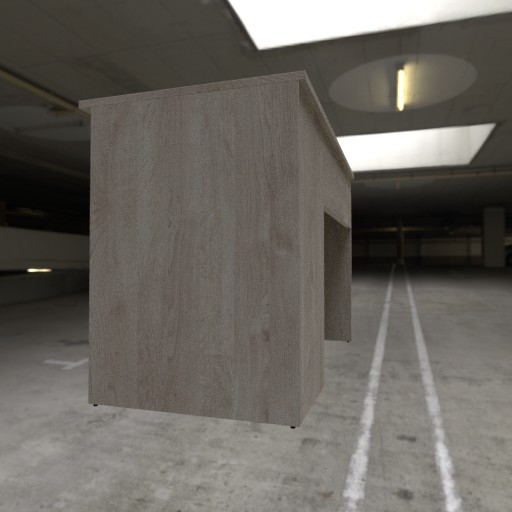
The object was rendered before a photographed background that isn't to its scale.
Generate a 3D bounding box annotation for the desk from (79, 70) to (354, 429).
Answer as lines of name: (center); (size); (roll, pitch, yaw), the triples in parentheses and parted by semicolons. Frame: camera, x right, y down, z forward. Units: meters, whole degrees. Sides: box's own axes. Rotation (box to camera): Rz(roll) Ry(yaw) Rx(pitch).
desk: (0.000, 0.000, 1.510); (0.560, 0.735, 1.097); (0, -1, 18)
